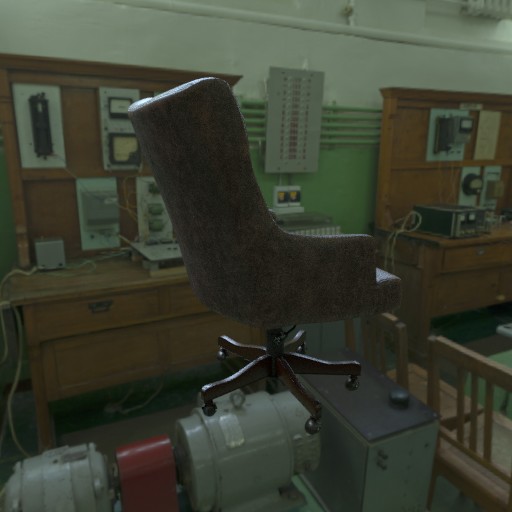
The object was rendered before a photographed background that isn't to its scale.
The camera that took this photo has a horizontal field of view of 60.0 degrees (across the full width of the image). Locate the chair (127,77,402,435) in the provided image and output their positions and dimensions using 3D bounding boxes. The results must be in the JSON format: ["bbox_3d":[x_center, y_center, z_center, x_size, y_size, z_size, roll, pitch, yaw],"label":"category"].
[{"bbox_3d":[0.000,0.000,1.501,0.762,1.035,0.641,-7,16,-26],"label":"chair"}]
